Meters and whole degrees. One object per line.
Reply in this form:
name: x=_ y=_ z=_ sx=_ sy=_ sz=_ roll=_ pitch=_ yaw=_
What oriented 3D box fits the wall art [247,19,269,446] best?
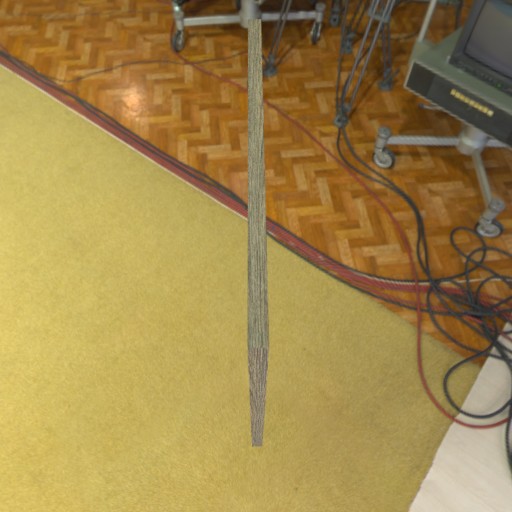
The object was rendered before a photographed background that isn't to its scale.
wall art: x=0.000 y=0.000 z=0.735 sx=0.019 sy=0.508 sz=0.508 roll=0 pitch=58 yaw=0
